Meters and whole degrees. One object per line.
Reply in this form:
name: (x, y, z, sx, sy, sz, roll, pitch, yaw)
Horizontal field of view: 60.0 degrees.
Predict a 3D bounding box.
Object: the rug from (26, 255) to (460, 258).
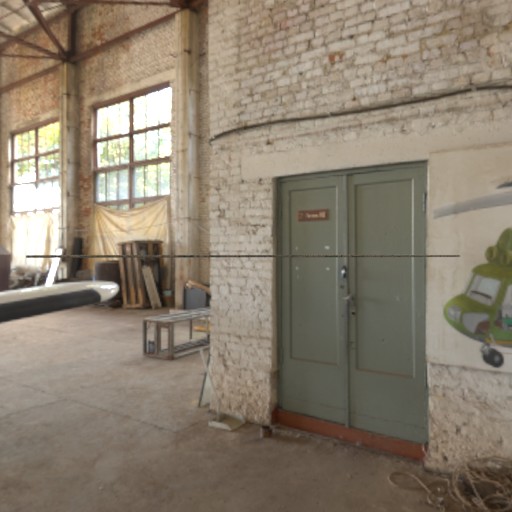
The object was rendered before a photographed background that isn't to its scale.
rug: (0.000, 0.000, 2.755, 2.452, 0.012, 0.775, 0, 0, -19)
